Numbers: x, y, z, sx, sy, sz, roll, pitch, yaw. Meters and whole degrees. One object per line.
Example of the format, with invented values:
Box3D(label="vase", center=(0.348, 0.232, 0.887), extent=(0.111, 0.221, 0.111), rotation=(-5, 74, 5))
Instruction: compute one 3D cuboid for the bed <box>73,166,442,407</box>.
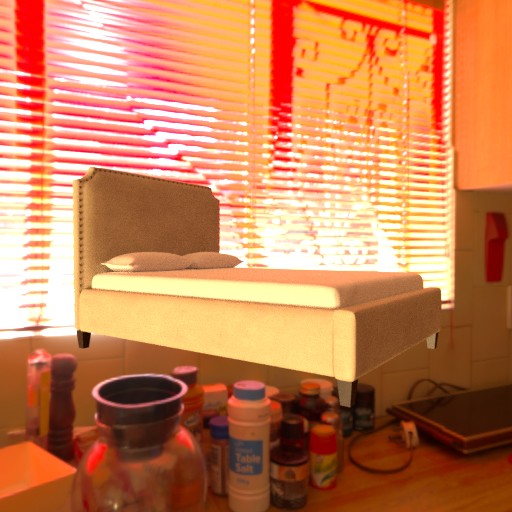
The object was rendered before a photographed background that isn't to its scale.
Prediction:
Box3D(label="bed", center=(0.000, 0.000, 3.471), extent=(2.372, 1.443, 1.712), rotation=(0, 1, 36))
